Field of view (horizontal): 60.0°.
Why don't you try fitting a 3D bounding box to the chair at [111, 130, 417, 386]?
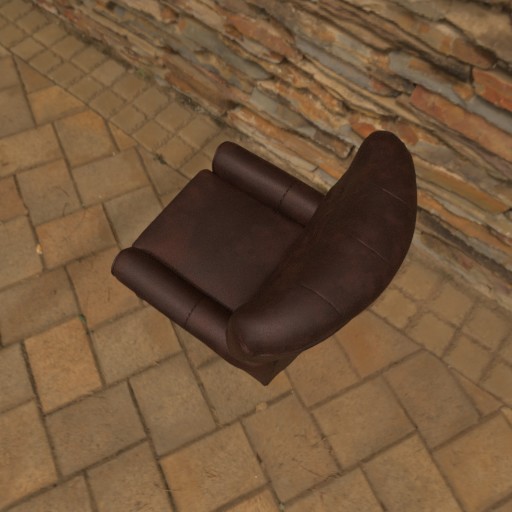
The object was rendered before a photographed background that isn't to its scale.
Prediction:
[{"bbox_3d":[0.000,0.000,1.940,1.058,1.158,0.948,32,68,15],"label":"chair"}]
